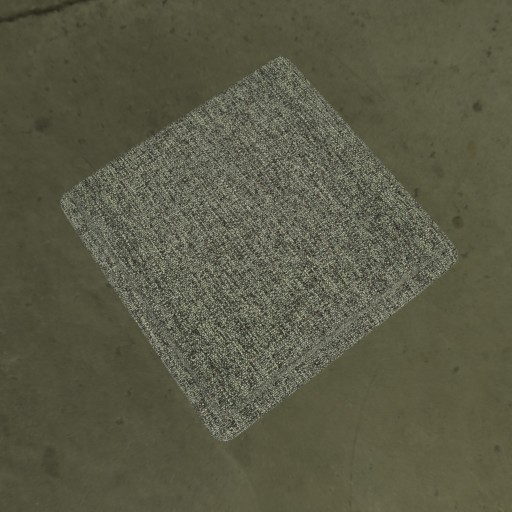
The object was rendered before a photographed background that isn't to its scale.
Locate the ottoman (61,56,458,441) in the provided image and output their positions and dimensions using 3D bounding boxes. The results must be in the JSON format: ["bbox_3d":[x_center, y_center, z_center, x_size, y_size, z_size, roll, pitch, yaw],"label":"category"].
[{"bbox_3d":[0.000,0.000,0.831,0.450,0.463,0.450,-36,78,-9],"label":"ottoman"}]
